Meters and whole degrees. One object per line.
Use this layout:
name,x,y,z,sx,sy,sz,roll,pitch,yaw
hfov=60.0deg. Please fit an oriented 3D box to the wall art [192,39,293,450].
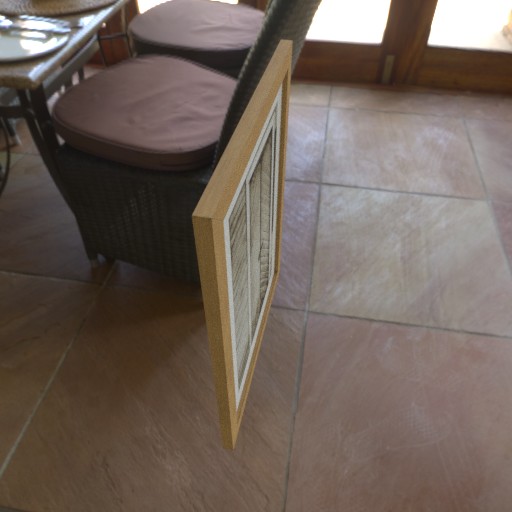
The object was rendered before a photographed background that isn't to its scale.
wall art,0.000,0.000,0.774,0.020,0.561,0.460,9,46,9
